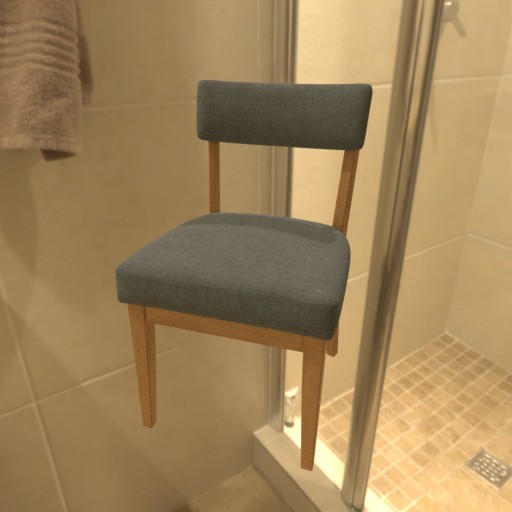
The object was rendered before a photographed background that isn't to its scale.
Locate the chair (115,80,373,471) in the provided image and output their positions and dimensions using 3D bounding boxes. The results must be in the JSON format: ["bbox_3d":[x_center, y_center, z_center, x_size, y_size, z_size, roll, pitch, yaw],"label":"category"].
[{"bbox_3d":[0.000,0.000,1.175,0.508,0.832,0.572,8,27,16],"label":"chair"}]
